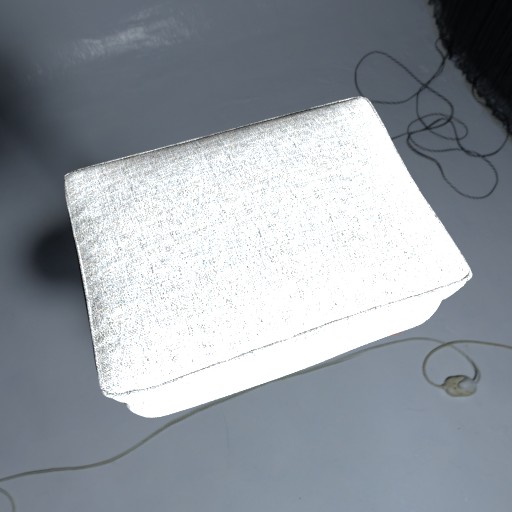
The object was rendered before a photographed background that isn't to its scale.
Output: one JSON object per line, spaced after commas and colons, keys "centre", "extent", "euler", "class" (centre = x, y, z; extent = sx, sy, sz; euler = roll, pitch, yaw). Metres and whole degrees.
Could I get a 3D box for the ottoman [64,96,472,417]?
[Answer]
{"centre": [0.000, 0.000, 0.967], "extent": [0.686, 0.406, 0.508], "euler": [-17, 66, -8], "class": "ottoman"}
